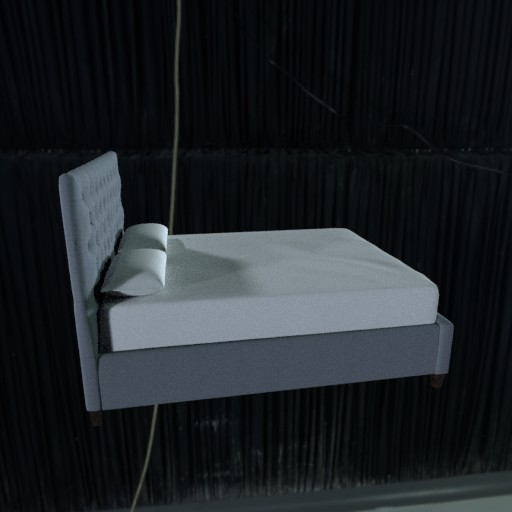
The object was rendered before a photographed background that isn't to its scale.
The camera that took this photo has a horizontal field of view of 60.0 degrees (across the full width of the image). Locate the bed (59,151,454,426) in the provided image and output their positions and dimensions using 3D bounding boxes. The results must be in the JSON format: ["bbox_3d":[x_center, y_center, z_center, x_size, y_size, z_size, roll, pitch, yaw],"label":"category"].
[{"bbox_3d":[0.000,0.000,3.272,2.231,1.427,1.698,-3,17,-10],"label":"bed"}]
